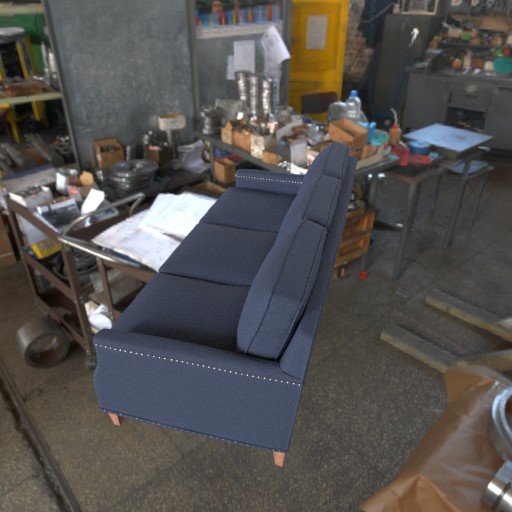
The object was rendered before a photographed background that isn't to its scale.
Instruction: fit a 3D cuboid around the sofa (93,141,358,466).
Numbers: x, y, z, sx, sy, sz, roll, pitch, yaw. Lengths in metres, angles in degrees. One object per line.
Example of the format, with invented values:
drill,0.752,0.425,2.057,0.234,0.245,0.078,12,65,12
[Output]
sofa,0.000,0.000,2.879,1.084,1.003,2.246,8,33,13
